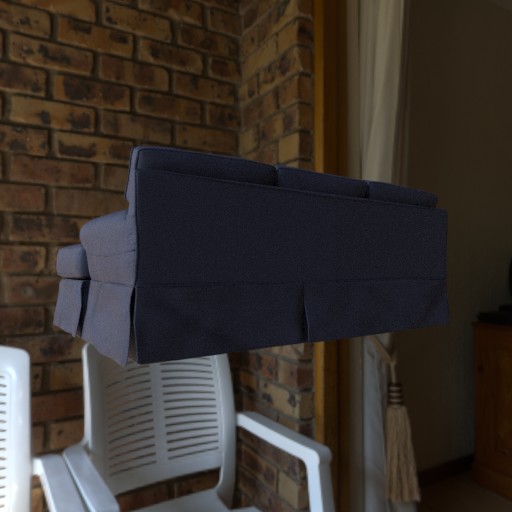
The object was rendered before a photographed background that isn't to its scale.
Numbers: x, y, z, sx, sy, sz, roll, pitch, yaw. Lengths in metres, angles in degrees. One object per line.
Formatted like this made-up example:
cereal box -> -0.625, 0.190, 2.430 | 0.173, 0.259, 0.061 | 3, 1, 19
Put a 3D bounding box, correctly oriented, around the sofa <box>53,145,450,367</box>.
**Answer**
sofa -> 0.000, 0.000, 3.291 | 2.518, 1.039, 1.637 | 1, -2, -36
